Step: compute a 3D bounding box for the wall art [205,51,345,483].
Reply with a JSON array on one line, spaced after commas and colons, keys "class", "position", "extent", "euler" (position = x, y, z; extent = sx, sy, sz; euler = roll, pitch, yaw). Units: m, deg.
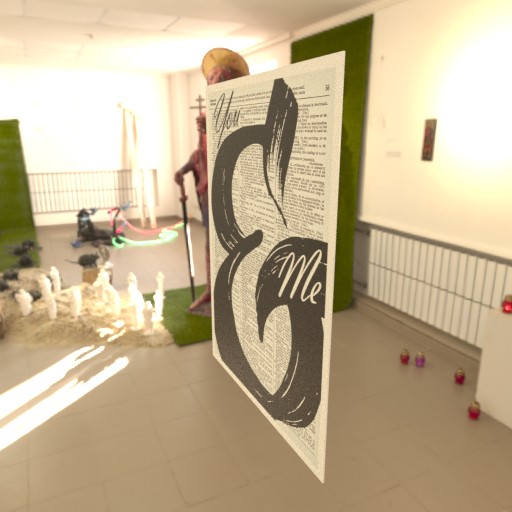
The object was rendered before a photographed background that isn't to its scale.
[{"class": "wall art", "position": [0.000, 0.000, 0.795], "extent": [0.003, 0.609, 0.457], "euler": [-8, 17, -26]}]
